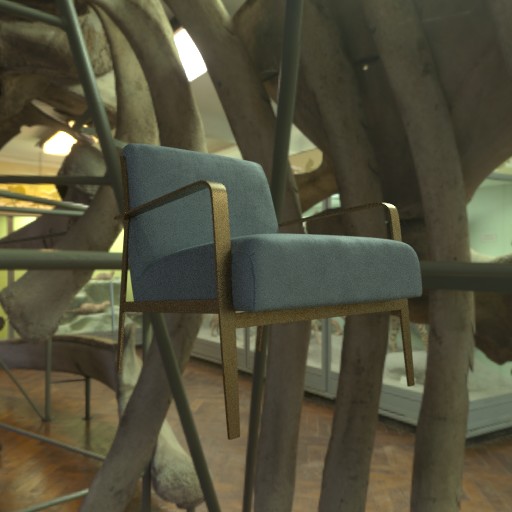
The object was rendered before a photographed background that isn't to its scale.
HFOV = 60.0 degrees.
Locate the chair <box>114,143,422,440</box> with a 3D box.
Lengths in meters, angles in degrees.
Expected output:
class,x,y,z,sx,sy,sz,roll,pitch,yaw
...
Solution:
class,x,y,z,sx,sy,sz,roll,pitch,yaw
chair,0.000,0.000,1.450,0.701,0.824,0.842,0,-1,-37
